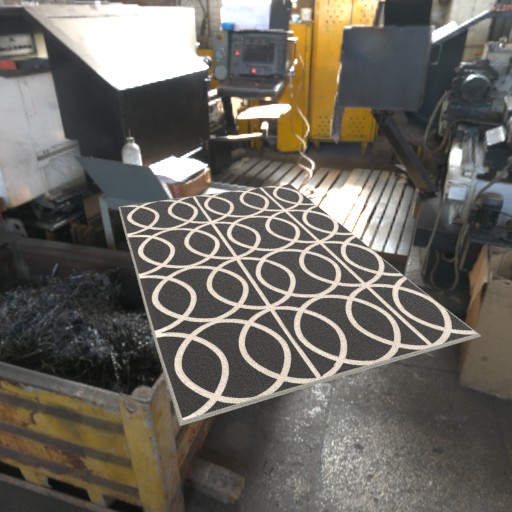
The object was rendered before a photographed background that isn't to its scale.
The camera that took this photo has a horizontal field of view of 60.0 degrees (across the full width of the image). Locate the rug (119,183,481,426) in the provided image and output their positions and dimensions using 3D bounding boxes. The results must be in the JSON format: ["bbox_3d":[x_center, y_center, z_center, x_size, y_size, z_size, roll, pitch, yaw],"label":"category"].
[{"bbox_3d":[0.000,0.000,2.896,1.528,0.014,2.294,-11,31,-18],"label":"rug"}]
